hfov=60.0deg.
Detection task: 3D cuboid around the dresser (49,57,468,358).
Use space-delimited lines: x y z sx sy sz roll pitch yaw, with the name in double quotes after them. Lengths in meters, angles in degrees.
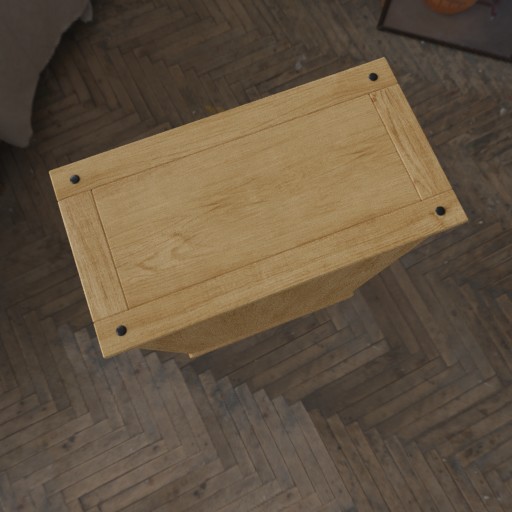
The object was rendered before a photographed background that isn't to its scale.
0.000 0.000 1.711 0.915 1.300 0.485 -20 78 -5 "dresser"
